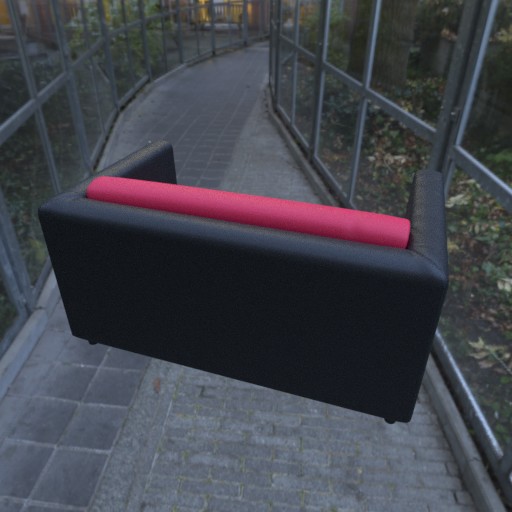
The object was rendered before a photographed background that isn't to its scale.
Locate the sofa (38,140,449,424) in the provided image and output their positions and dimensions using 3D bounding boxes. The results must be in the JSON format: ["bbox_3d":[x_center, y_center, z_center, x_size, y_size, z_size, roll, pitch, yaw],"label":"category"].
[{"bbox_3d":[0.000,0.000,1.895,1.410,0.735,0.845,10,33,16],"label":"sofa"}]
